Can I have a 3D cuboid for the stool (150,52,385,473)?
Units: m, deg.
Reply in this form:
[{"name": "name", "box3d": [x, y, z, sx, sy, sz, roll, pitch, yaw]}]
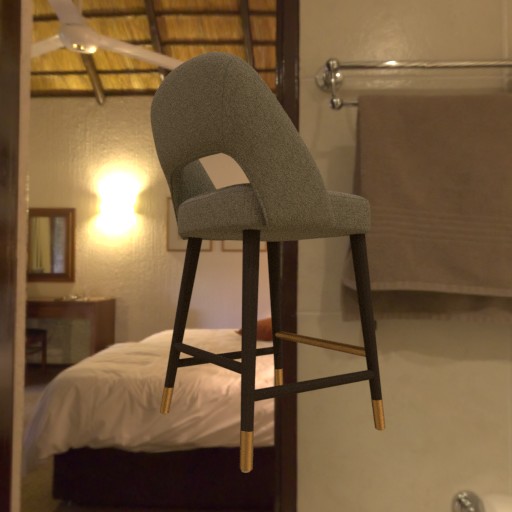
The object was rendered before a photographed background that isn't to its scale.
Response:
[{"name": "stool", "box3d": [0.000, 0.000, 1.231, 0.524, 0.925, 0.536, 1, -2, -34]}]
